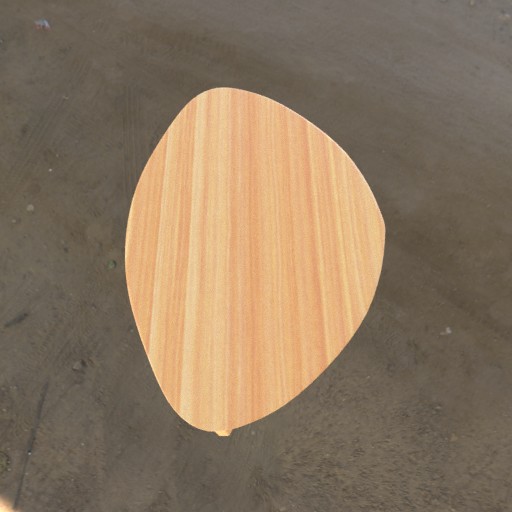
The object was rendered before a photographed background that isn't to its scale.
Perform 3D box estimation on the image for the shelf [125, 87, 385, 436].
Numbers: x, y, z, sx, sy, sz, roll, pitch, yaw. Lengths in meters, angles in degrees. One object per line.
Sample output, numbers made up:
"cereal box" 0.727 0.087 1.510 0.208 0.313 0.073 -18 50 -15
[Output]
"shelf" 0.000 0.000 1.649 0.845 0.440 1.246 -1 64 0
